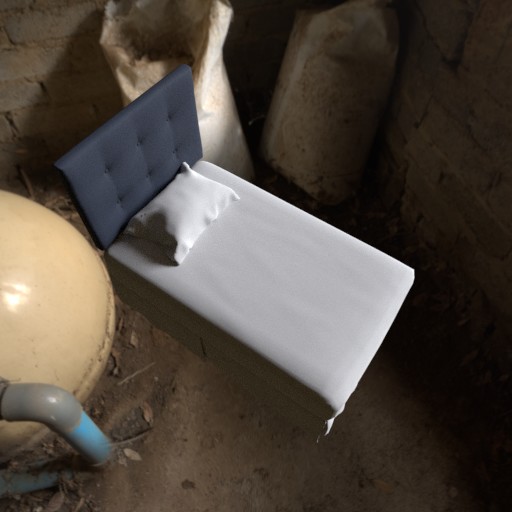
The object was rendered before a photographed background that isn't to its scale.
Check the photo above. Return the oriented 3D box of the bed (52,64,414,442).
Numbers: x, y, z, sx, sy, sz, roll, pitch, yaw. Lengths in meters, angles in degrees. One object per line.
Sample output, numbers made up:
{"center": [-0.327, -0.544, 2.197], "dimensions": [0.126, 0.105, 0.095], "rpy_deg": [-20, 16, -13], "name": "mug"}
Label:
{"center": [0.000, 0.000, 3.038], "dimensions": [1.997, 1.571, 1.261], "rpy_deg": [30, 62, 18], "name": "bed"}
